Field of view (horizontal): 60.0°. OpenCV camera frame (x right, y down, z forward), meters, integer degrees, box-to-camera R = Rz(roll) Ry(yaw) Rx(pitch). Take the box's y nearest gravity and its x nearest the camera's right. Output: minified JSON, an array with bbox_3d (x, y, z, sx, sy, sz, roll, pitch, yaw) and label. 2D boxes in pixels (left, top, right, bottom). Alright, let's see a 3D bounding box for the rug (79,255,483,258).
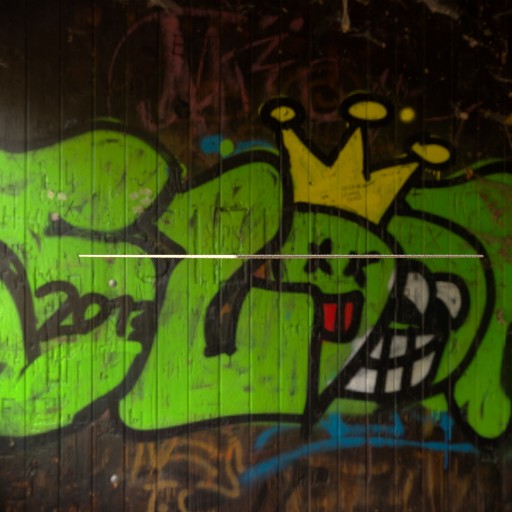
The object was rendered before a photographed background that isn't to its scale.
[{"bbox_3d":[0.000,0.000,4.179,2.441,0.015,3.050,0,0,-36],"label":"rug"}]
